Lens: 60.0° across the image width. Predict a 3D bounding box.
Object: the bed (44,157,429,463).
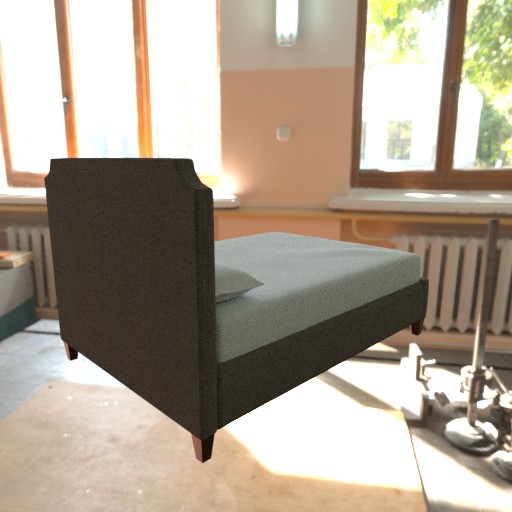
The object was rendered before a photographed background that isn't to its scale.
[{"bbox_3d":[0.000,0.000,3.367,2.381,1.457,1.713,-12,17,-43],"label":"bed"}]
